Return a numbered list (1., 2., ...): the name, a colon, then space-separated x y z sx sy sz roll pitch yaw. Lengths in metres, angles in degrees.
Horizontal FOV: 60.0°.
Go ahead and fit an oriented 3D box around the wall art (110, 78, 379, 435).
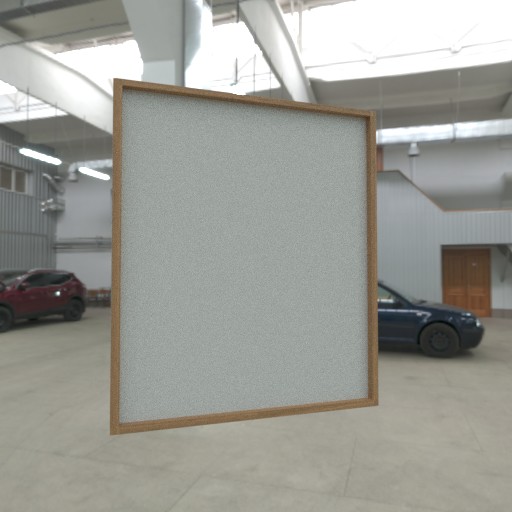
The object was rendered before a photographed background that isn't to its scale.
1. wall art: 0.000 0.000 0.983 0.609 0.710 0.021 1 -2 -18
